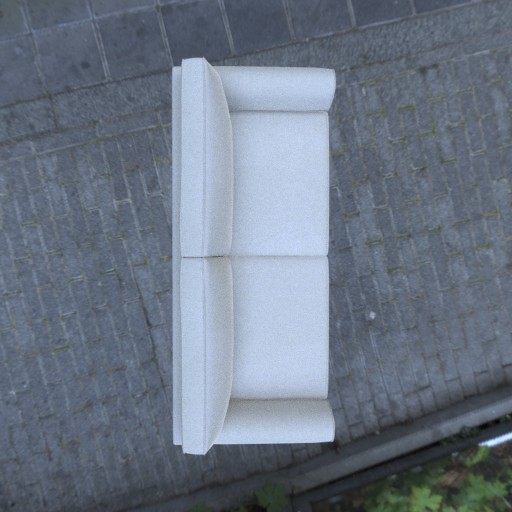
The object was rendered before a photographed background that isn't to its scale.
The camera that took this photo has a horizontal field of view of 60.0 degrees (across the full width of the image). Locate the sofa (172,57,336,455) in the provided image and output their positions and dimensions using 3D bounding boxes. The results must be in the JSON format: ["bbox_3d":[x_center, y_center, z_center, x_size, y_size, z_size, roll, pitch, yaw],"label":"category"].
[{"bbox_3d":[0.000,0.000,2.628,0.901,0.962,2.146,0,91,-2],"label":"sofa"}]
